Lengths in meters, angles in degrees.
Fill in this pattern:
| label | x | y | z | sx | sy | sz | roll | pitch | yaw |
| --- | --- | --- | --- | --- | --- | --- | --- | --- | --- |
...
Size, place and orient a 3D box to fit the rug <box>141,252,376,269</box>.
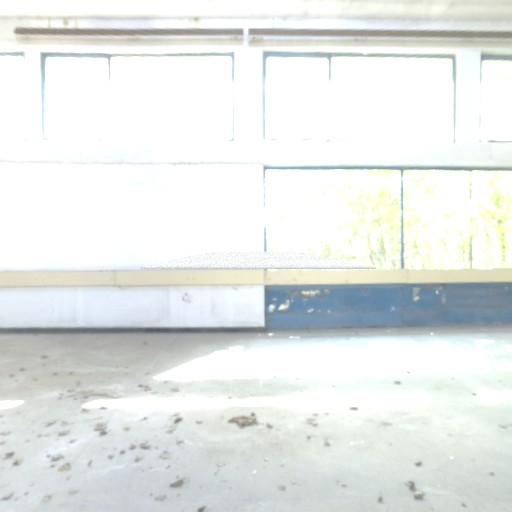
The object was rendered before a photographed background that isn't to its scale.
| label | x | y | z | sx | sy | sz | roll | pitch | yaw |
| --- | --- | --- | --- | --- | --- | --- | --- | --- | --- |
| rug | 0.000 | 0.000 | 2.493 | 0.712 | 0.013 | 2.346 | 0 | 2 | 0 |
